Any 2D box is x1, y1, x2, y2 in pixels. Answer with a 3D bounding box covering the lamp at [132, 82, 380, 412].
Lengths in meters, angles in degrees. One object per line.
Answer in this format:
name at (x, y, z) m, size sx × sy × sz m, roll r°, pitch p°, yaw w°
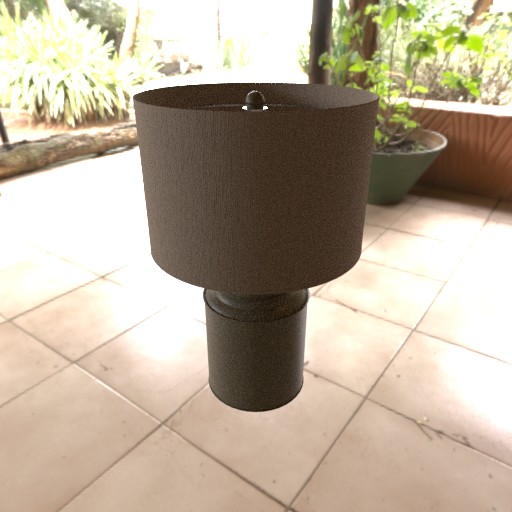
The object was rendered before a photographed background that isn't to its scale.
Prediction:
lamp at (0.000, 0.000, 0.694) m, size 0.318 × 0.486 × 0.318 m, roll 0°, pitch 26°, yaw 0°
